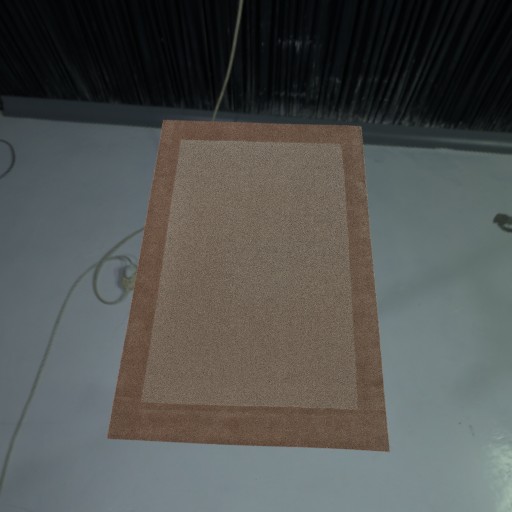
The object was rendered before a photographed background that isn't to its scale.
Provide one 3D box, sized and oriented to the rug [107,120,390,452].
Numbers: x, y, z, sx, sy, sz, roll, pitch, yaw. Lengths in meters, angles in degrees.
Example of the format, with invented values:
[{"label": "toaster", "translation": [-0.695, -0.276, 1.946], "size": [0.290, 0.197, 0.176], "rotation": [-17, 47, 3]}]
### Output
[{"label": "rug", "translation": [0.000, 0.000, 2.317], "size": [1.219, 0.014, 1.829], "rotation": [2, 63, 1]}]
